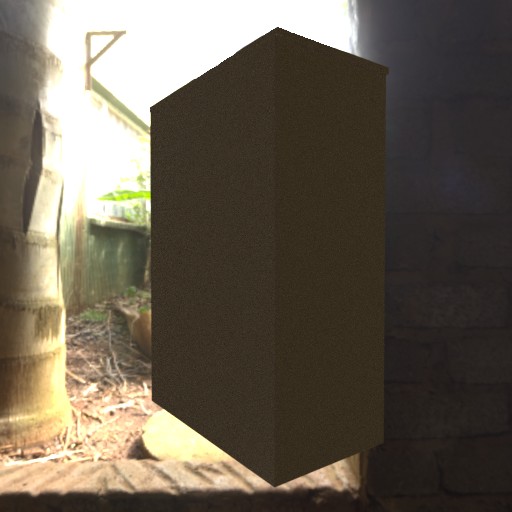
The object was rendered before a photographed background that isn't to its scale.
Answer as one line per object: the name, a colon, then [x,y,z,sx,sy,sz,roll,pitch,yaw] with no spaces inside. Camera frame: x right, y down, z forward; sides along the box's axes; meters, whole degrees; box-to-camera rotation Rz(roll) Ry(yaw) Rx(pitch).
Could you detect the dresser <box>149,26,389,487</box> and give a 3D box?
dresser: [0.000,0.000,1.378,0.401,1.021,0.704,-1,2,-36]
